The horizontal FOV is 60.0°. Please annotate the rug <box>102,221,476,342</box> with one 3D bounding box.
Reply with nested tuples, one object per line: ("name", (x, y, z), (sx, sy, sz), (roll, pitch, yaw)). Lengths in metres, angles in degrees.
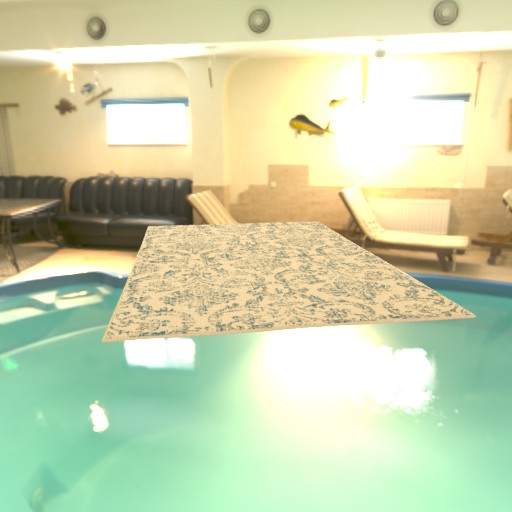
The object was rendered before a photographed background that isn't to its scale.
("rug", (0.000, 0.000, 3.409), (1.819, 0.018, 2.746), (-2, 15, -9))
